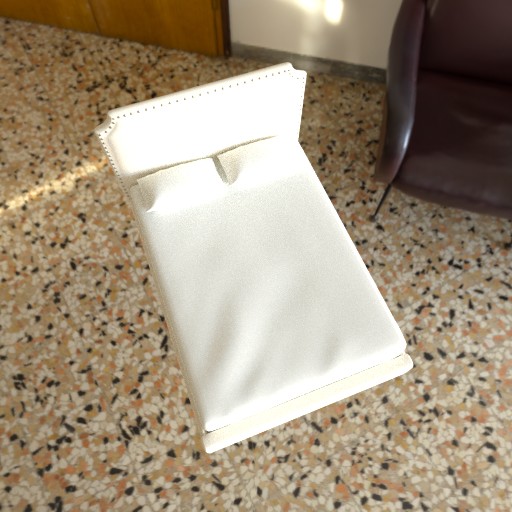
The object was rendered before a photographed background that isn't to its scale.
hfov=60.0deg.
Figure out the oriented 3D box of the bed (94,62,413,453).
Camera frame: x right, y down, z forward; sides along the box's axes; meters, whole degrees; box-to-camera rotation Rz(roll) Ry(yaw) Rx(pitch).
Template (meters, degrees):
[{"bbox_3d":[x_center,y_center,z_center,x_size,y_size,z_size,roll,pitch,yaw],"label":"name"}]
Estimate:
[{"bbox_3d":[0.000,0.000,3.483,1.712,1.443,2.365,-19,65,-9],"label":"bed"}]
